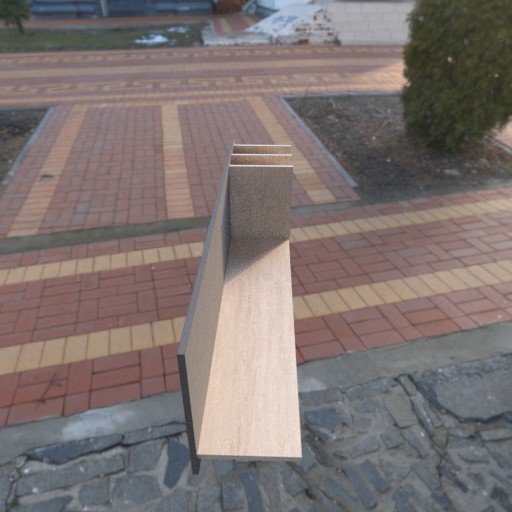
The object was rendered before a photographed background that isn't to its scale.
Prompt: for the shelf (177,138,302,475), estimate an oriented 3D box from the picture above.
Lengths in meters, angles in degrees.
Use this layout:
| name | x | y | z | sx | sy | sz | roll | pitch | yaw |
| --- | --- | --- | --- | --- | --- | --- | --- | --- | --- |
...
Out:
| name | x | y | z | sx | sy | sz | roll | pitch | yaw |
| --- | --- | --- | --- | --- | --- | --- | --- | --- | --- |
| shelf | 0.000 | 0.000 | 1.153 | 0.200 | 0.300 | 1.020 | 1 | 32 | 2 |
